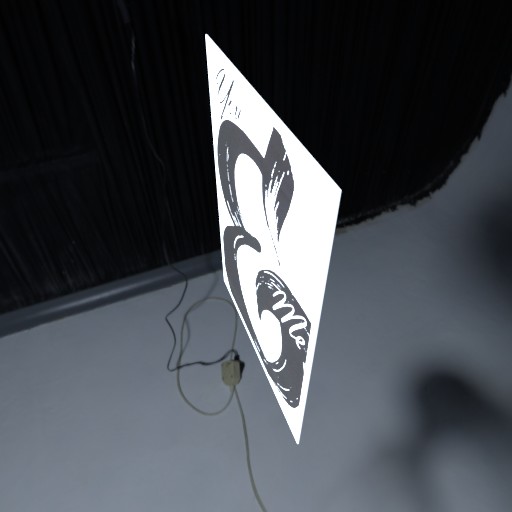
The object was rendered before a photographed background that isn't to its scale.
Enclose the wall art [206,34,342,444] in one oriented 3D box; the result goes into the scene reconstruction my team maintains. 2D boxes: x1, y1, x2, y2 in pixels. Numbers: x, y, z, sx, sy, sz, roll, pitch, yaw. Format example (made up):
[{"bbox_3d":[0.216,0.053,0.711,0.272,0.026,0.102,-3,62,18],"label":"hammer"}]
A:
[{"bbox_3d":[0.000,0.000,0.798,0.003,0.609,0.457,-15,47,-15],"label":"wall art"}]
